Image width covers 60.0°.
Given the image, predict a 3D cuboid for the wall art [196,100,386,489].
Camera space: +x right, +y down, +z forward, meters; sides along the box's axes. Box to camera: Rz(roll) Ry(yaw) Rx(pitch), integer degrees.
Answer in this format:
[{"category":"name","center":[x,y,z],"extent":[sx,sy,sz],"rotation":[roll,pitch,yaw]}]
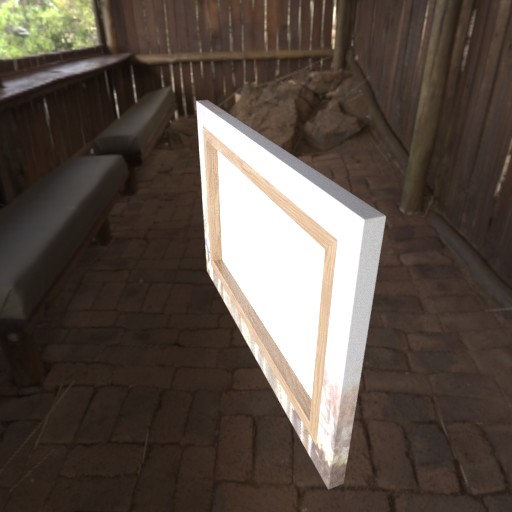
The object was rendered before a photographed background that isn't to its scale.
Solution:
[{"category":"wall art","center":[0.000,0.000,1.134],"extent":[0.040,0.608,0.916],"rotation":[-11,31,-18]}]
